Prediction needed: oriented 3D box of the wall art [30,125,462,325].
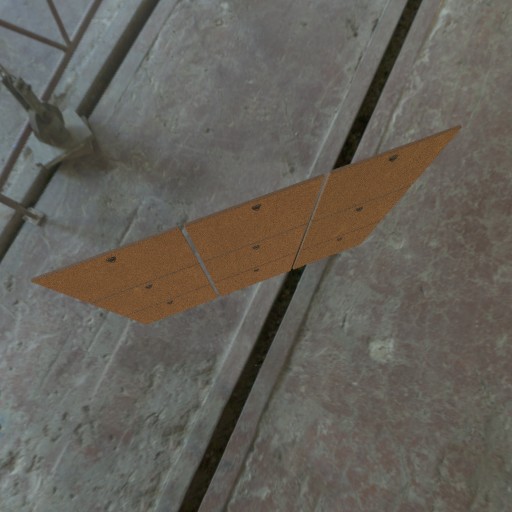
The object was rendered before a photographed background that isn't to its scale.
[{"bbox_3d":[0.000,0.000,2.208,1.526,1.522,0.023,-20,77,-5],"label":"wall art"}]
